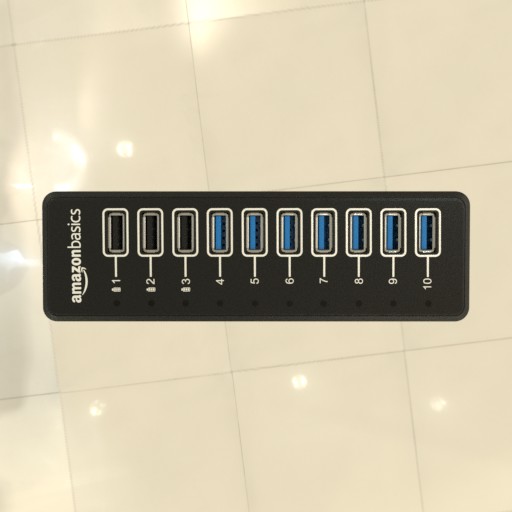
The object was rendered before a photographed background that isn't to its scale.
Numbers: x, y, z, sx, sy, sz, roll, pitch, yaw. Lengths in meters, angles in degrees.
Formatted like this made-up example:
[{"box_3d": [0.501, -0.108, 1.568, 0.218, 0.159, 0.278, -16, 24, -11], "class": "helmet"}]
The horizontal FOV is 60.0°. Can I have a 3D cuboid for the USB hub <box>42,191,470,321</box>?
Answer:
[{"box_3d": [0.000, 0.000, 0.161, 0.145, 0.023, 0.044, 0, 91, 0], "class": "USB hub"}]
